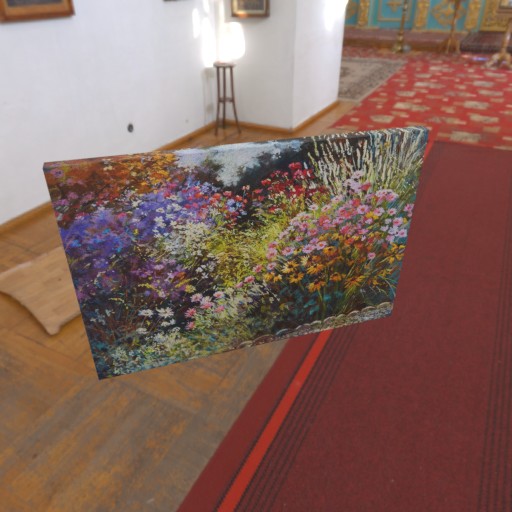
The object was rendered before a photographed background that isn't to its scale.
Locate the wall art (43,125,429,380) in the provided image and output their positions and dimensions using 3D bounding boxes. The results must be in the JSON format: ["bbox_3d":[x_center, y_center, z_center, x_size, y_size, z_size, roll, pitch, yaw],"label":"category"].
[{"bbox_3d":[0.000,0.000,1.178,0.908,0.604,0.037,-9,33,-15],"label":"wall art"}]
